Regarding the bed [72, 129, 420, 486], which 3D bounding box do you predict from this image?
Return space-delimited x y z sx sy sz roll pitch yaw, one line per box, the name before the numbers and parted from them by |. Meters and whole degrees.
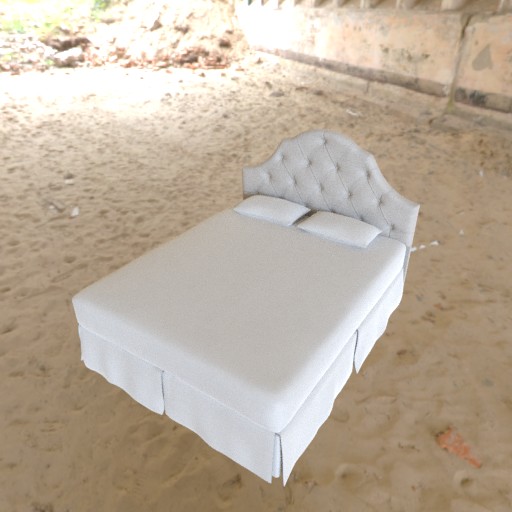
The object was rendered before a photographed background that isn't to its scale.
bed | 0.000 0.000 3.769 2.039 1.617 2.477 19 35 29
